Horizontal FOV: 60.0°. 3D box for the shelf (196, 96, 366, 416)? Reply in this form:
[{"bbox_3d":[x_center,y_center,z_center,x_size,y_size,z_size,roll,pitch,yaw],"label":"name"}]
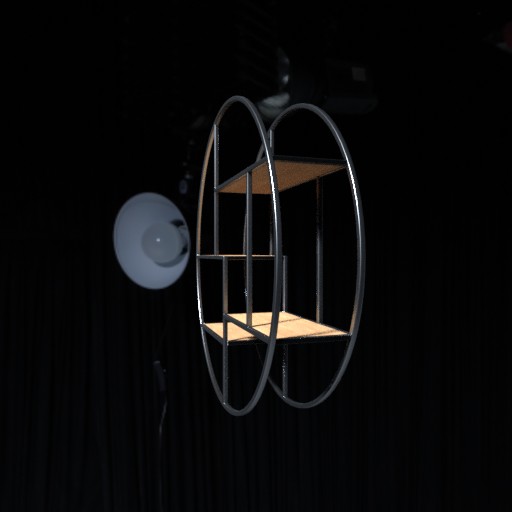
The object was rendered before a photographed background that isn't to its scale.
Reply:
[{"bbox_3d":[0.000,0.000,1.330,0.202,0.888,0.888,0,0,-18],"label":"shelf"}]
